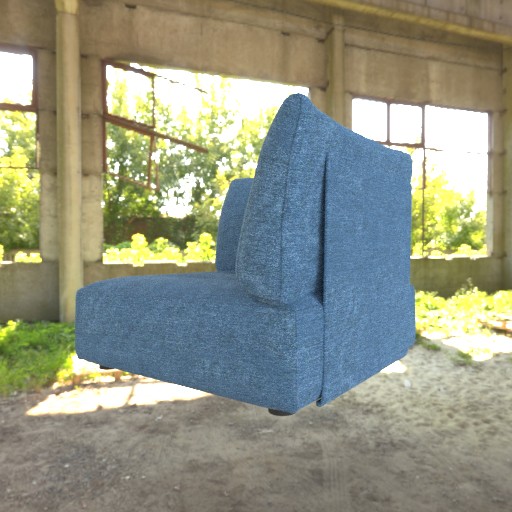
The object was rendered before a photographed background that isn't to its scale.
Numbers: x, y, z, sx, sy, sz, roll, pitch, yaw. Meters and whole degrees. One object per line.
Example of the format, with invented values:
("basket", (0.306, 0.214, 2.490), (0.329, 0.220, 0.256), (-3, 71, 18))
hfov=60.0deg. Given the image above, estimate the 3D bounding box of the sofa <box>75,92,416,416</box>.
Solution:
("sofa", (0.000, 0.000, 1.735), (1.000, 0.820, 1.000), (1, 1, 36))
